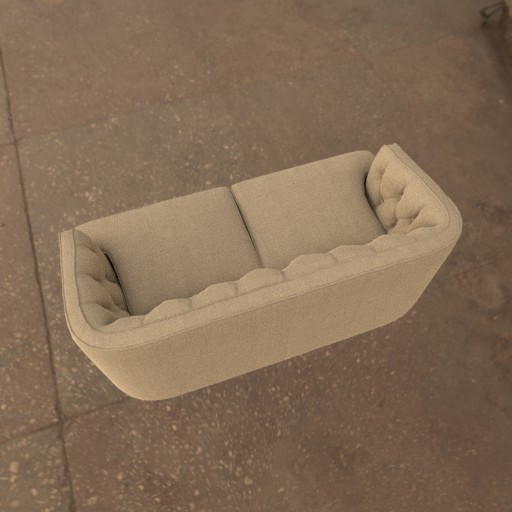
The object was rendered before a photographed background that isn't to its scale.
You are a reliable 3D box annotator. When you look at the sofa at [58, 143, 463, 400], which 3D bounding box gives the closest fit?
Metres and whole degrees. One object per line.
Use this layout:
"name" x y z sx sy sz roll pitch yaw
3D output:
"sofa" 0.000 0.000 2.240 1.733 0.855 0.941 -16 60 -10
